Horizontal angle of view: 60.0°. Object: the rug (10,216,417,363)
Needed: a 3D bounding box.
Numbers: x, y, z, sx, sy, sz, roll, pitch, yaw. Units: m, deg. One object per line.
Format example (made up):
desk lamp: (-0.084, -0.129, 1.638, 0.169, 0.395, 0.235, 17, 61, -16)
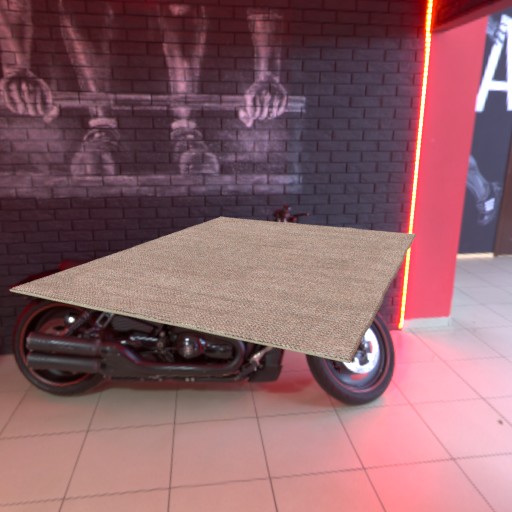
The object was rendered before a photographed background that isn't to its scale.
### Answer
rug: (0.000, 0.000, 3.960, 2.429, 0.030, 3.052, 7, 17, 24)
